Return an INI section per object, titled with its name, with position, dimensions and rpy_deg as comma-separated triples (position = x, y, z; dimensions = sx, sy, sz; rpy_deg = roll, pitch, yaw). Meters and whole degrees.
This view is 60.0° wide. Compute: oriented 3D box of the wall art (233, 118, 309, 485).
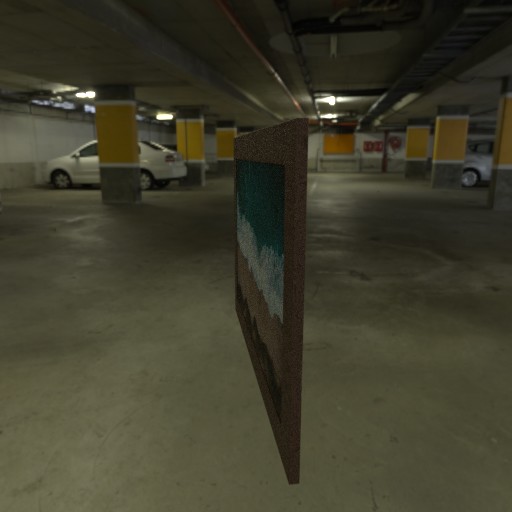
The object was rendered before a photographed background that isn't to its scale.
[wall art]
position = 0.000, 0.000, 1.163
dimensions = 0.019, 0.626, 0.917
rpy_deg = -2, 13, -8
